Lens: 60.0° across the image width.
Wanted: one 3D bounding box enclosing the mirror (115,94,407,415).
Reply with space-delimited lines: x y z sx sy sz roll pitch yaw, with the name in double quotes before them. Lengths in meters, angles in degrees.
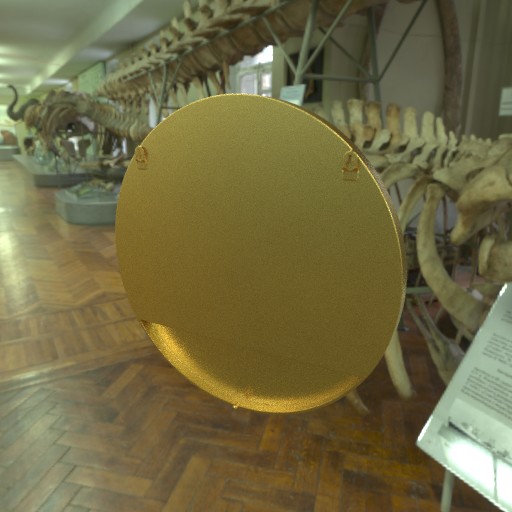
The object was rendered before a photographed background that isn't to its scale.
"mirror" 0.000 0.000 0.675 0.457 0.457 0.133 9 18 28
